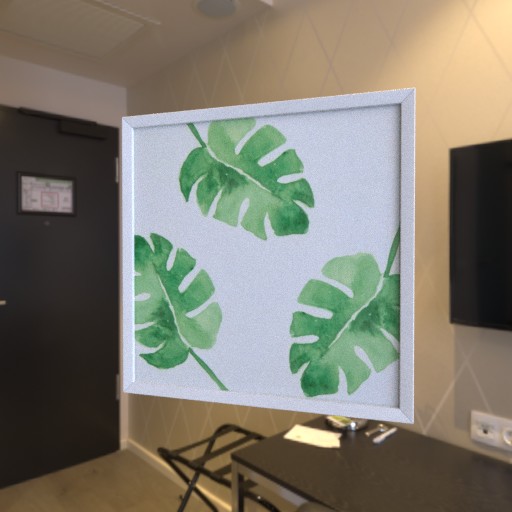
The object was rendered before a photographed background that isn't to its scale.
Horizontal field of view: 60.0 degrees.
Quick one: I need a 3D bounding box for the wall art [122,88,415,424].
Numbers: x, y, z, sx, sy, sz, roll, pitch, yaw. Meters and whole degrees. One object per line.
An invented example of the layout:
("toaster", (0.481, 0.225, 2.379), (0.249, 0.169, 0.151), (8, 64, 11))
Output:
("wall art", (0.000, 0.000, 1.134), (0.762, 0.762, 0.040), (0, 1, 17))
